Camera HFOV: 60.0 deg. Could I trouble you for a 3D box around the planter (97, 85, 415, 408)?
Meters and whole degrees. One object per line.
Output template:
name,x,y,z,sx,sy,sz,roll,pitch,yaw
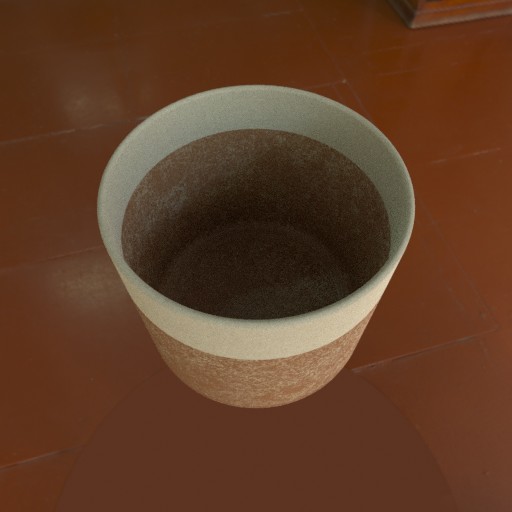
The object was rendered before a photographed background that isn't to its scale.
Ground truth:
planter,0.000,0.000,0.281,0.159,0.138,0.159,0,57,0
